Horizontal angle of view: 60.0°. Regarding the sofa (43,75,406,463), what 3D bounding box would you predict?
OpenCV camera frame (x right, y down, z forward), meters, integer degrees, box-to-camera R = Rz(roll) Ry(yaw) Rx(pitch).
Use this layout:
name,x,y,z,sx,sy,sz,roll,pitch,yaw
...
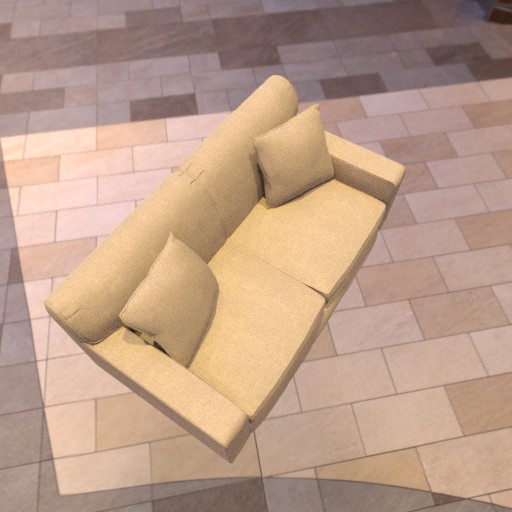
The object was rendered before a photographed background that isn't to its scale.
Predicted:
name,x,y,z,sx,sy,sz,roll,pitch,yaw
sofa,0.000,0.000,2.471,0.998,0.958,1.846,29,63,17
